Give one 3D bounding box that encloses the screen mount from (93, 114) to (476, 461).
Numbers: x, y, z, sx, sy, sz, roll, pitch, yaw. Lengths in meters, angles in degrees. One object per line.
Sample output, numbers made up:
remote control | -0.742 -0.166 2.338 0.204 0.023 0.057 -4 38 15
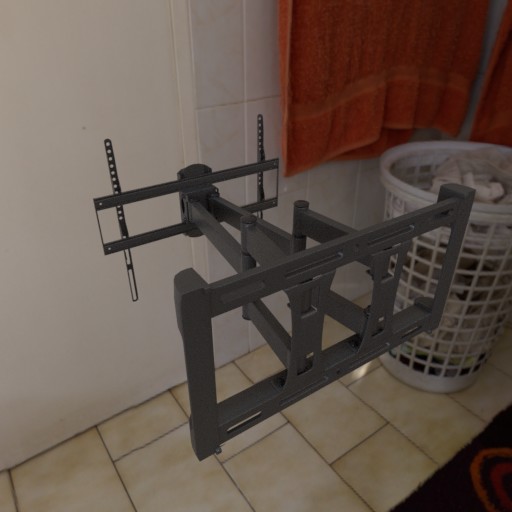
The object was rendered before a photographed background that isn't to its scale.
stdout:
screen mount | 0.000 0.000 0.932 0.571 0.424 0.556 -19 36 -28
